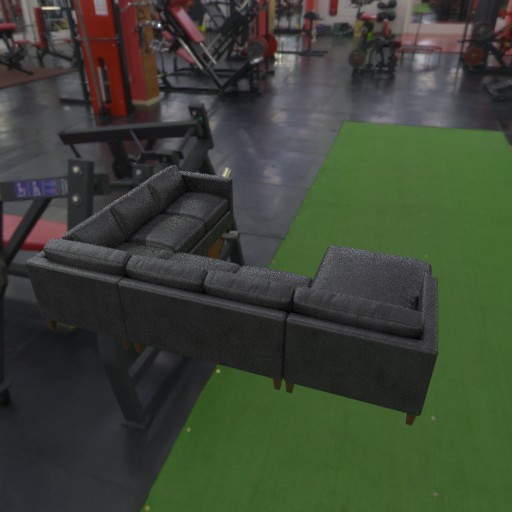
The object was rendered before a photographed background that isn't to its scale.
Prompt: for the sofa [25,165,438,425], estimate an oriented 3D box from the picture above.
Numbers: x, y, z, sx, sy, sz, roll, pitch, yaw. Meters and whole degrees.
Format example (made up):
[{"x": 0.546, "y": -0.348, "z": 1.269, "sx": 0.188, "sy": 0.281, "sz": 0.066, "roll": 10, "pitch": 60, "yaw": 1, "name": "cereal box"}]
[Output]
[{"x": 0.000, "y": 0.000, "z": 4.428, "sx": 3.324, "sy": 0.891, "sz": 2.452, "roll": 10, "pitch": 32, "yaw": 17, "name": "sofa"}]
